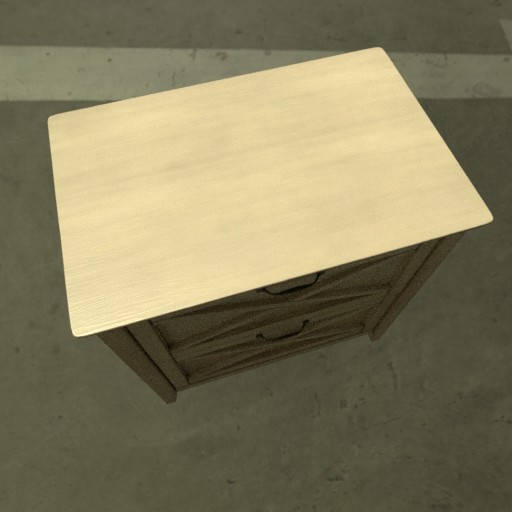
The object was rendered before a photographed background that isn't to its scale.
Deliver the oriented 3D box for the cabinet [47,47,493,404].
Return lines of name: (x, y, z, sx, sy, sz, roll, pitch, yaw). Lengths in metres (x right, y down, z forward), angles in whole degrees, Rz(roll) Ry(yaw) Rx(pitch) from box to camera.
cabinet: (0.000, 0.000, 1.202, 0.763, 0.762, 0.503, -15, 63, -8)
